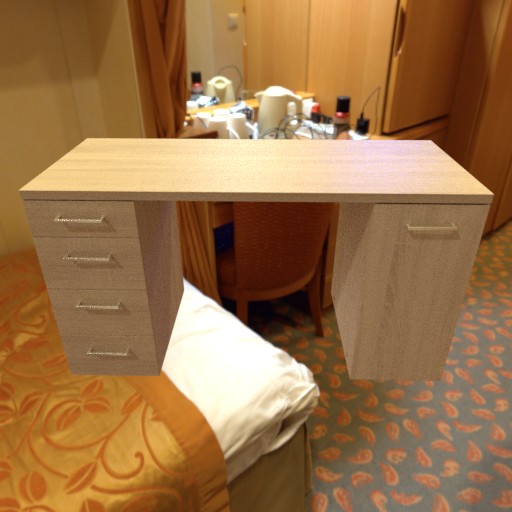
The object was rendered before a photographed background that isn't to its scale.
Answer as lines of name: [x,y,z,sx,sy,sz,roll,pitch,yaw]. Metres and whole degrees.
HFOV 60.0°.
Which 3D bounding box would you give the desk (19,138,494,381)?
desk: [0.000,0.000,1.710,1.390,0.740,0.600,1,30,1]
